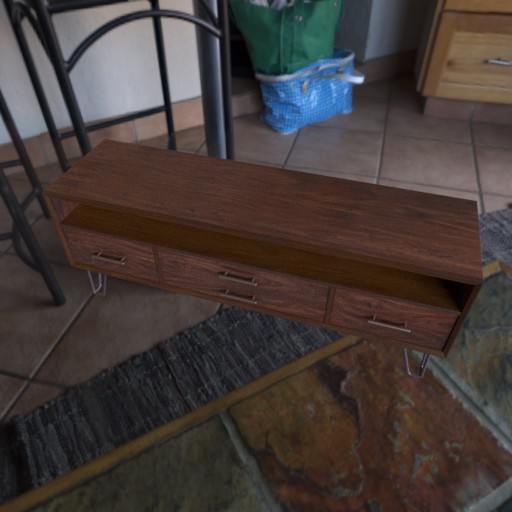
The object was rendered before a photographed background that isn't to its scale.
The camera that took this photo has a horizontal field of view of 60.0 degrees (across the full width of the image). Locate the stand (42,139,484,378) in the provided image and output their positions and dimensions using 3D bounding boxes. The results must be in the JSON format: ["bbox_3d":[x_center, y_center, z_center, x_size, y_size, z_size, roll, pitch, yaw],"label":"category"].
[{"bbox_3d":[0.000,0.000,1.920,1.626,0.610,0.481,12,44,13],"label":"stand"}]
